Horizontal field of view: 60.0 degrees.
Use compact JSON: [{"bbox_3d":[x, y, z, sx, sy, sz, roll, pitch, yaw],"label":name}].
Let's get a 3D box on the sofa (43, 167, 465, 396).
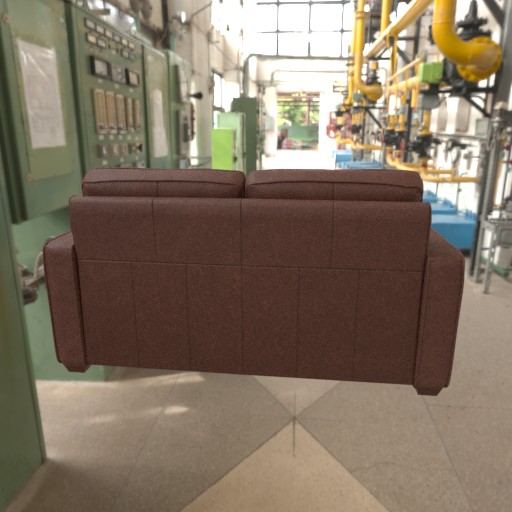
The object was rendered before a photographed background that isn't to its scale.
[{"bbox_3d":[0.000,0.000,2.214,1.709,0.918,0.947,2,16,6],"label":"sofa"}]
